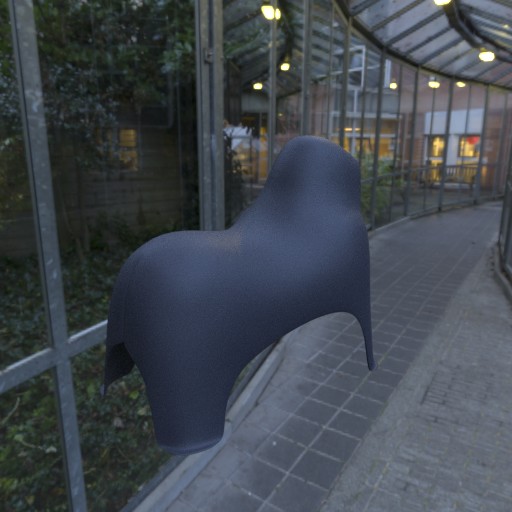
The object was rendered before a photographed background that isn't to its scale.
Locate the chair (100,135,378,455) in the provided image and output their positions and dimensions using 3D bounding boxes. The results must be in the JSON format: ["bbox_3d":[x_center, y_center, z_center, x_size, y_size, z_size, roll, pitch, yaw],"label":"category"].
[{"bbox_3d":[0.000,0.000,1.129,0.758,0.600,0.490,-13,19,-42],"label":"chair"}]
